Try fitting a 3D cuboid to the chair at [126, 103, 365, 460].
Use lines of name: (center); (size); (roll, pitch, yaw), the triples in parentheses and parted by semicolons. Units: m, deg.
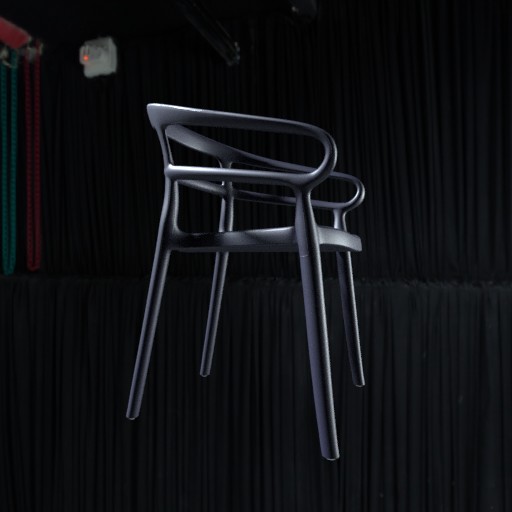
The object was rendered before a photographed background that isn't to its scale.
chair: (0.000, 0.000, 1.144); (0.527, 0.761, 0.559); (0, 0, 19)
